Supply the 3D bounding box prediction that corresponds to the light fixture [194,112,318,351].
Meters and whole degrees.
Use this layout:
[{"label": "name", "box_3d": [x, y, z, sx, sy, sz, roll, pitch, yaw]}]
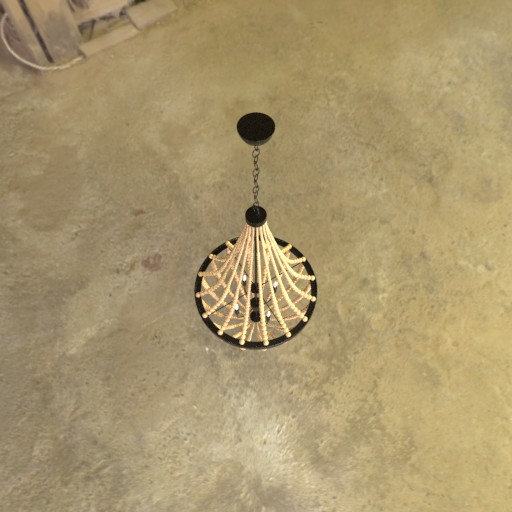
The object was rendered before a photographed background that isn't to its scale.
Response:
[{"label": "light fixture", "box_3d": [0.000, 0.000, 1.398, 0.450, 1.133, 0.450, 0, 62, 0]}]
